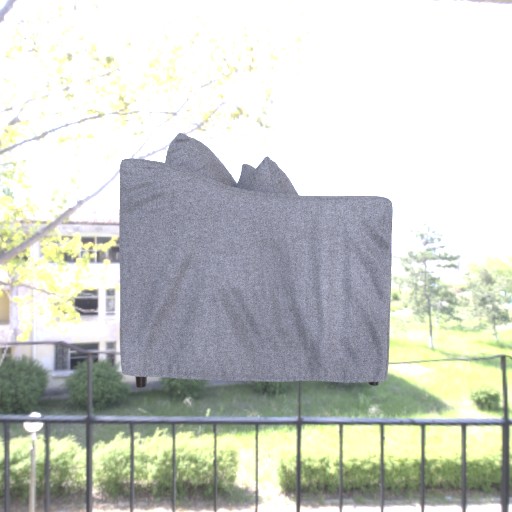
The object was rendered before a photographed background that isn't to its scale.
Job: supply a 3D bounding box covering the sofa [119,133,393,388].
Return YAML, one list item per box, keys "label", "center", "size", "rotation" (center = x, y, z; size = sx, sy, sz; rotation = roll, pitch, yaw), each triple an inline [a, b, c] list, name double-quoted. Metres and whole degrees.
- label: "sofa"
  center: [0.000, 0.000, 2.651]
  size: [1.072, 1.018, 2.010]
  rotation: [0, 0, 0]
